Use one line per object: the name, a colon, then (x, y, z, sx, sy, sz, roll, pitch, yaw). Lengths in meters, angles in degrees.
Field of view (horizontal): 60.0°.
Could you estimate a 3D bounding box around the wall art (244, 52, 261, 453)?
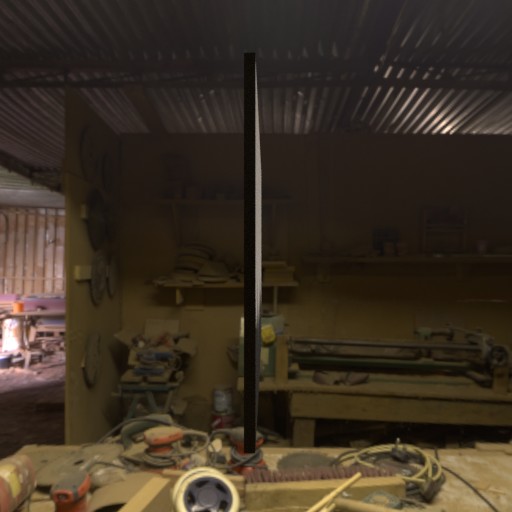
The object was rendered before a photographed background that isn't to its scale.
wall art: (0.000, 0.000, 1.209, 0.019, 0.660, 0.957, 0, -1, 1)
